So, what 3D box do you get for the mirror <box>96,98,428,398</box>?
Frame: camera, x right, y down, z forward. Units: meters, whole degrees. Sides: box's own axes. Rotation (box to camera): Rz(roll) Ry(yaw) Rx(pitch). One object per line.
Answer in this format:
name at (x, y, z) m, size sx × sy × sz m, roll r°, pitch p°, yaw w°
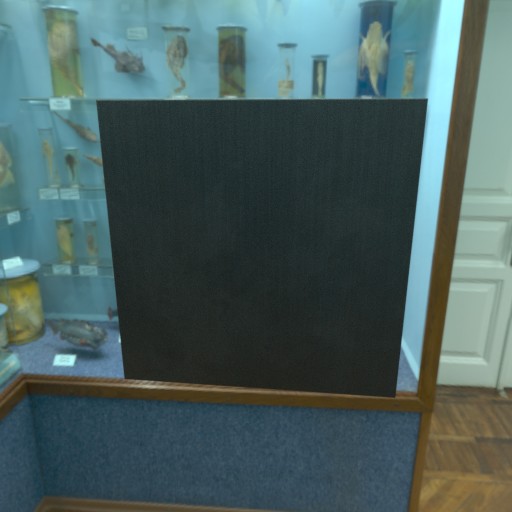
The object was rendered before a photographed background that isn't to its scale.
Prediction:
mirror at (0.000, 0.000, 0.571) m, size 0.382 × 0.381 × 0.020 m, roll 2°, pitch 17°, yaw 7°
